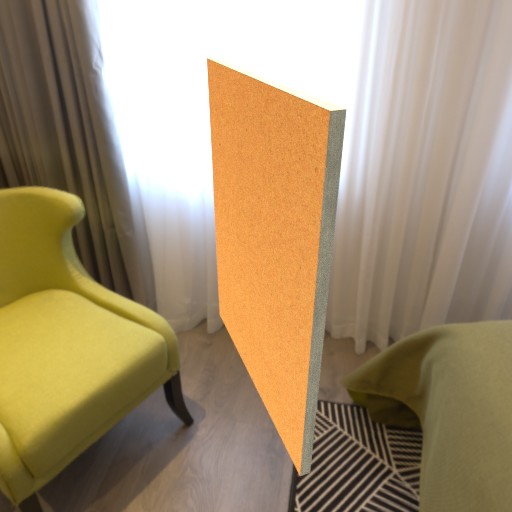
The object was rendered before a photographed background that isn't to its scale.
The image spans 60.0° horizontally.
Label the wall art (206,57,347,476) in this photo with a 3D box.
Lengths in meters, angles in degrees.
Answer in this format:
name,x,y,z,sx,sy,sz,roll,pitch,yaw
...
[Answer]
name,x,y,z,sx,sy,sz,roll,pitch,yaw
wall art,0.000,0.000,0.806,0.020,0.613,0.481,-11,32,-18
